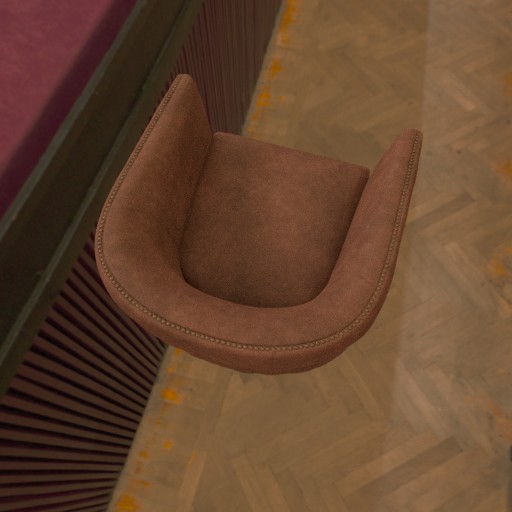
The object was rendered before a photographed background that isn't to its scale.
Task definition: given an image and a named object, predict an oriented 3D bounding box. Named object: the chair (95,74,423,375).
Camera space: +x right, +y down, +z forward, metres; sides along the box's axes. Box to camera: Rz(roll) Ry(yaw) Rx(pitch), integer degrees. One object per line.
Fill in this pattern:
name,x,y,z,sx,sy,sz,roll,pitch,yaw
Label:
chair,0.000,0.000,1.533,0.850,0.790,0.870,16,66,8
